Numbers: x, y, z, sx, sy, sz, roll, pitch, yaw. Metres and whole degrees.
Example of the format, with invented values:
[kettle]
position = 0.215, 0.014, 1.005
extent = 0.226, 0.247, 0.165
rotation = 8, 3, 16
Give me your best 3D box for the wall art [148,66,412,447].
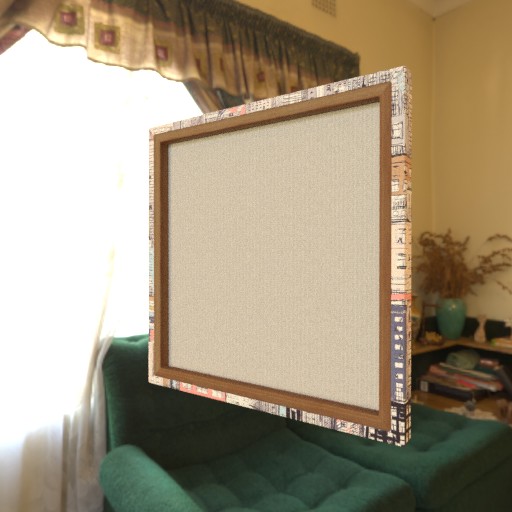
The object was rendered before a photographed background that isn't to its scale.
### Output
[wall art]
position = 0.000, 0.000, 0.894
extent = 0.607, 0.608, 0.038
rotation = 0, 1, 36
